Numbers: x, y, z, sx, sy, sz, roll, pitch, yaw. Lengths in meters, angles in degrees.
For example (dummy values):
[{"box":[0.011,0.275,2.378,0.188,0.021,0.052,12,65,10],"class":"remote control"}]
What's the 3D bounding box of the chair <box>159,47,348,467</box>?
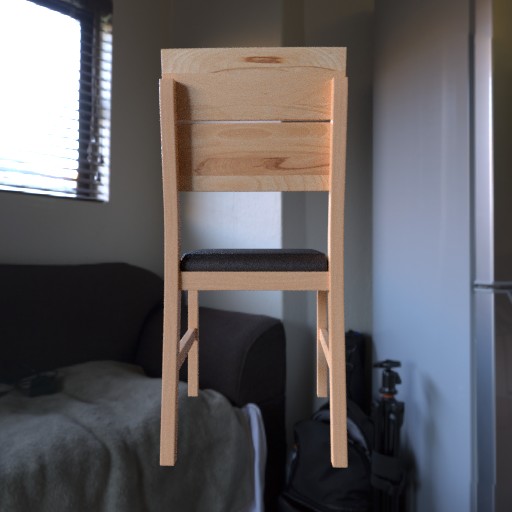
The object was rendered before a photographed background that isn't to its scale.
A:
[{"box":[0.000,0.000,1.270,0.475,0.950,0.560,0,0,1],"class":"chair"}]
